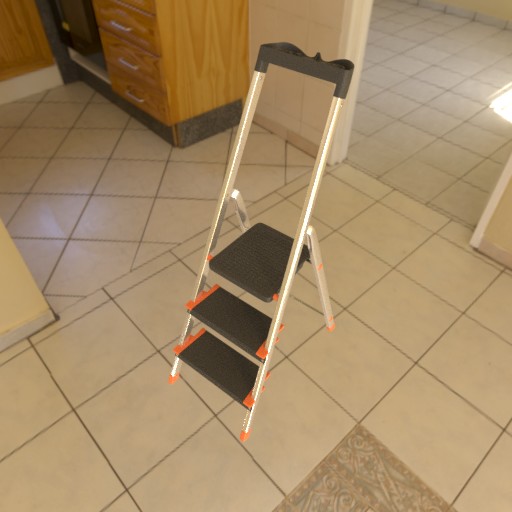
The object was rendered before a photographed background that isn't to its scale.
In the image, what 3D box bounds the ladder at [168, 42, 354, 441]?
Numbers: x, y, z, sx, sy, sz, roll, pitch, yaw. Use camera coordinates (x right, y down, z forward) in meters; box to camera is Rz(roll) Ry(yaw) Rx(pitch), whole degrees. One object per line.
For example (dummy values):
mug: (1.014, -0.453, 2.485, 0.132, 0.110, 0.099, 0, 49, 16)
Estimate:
ladder: (0.000, 0.000, 1.542, 0.416, 1.229, 0.686, 29, 52, 26)
